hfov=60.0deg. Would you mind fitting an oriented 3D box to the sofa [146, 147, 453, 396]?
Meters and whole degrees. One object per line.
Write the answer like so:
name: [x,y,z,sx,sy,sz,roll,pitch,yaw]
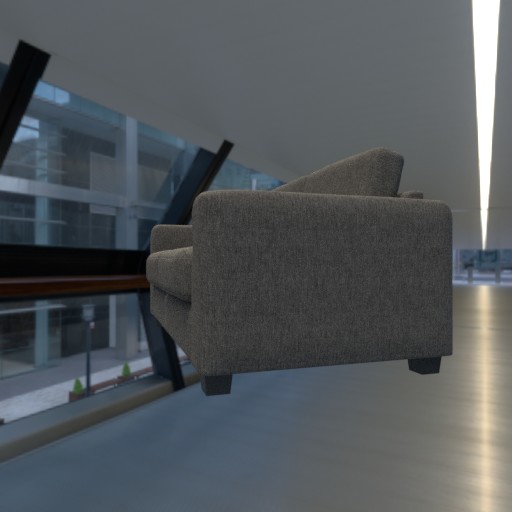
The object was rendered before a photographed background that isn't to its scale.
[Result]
sofa: [0.000,0.000,2.039,0.900,0.800,1.520,0,0,-18]
